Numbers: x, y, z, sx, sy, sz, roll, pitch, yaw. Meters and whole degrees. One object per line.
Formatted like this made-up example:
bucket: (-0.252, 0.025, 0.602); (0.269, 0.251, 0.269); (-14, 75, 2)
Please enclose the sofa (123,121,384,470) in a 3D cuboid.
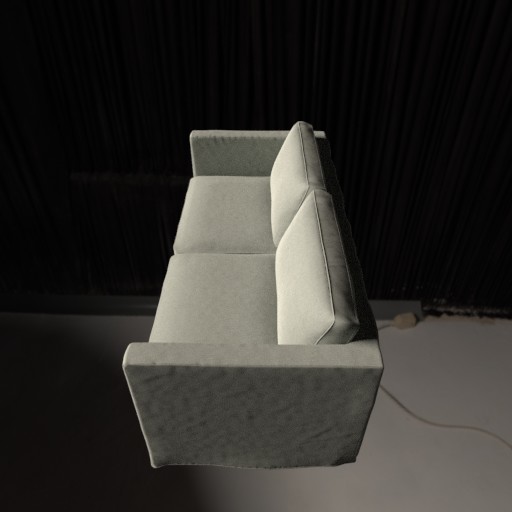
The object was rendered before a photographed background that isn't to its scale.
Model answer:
sofa: (0.000, 0.000, 2.468); (0.940, 0.870, 1.987); (0, 39, 1)
